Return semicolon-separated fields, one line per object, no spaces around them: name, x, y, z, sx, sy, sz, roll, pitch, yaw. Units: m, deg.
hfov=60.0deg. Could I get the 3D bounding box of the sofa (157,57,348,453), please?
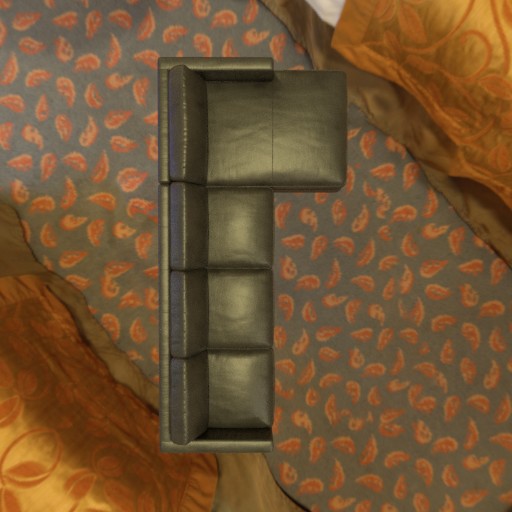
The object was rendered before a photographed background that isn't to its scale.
sofa;0.000;0.000;3.870;1.581;0.883;3.203;0;91;0
